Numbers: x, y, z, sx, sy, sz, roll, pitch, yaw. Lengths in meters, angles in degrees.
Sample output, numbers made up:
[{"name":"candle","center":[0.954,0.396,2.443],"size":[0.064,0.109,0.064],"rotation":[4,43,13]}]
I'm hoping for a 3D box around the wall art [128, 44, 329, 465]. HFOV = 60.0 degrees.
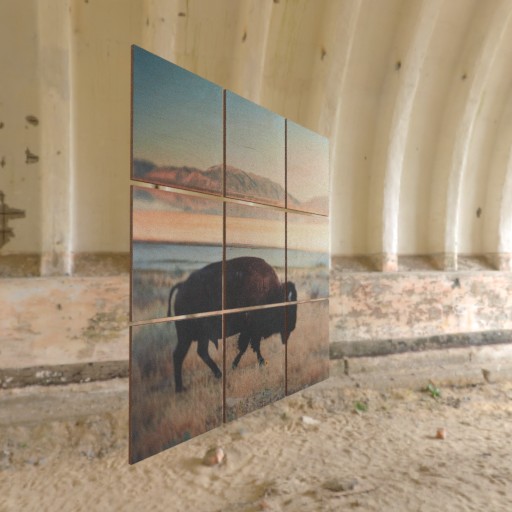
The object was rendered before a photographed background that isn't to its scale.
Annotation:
[{"name":"wall art","center":[0.000,0.000,1.775],"size":[0.019,1.218,1.221],"rotation":[-1,-1,37]}]
